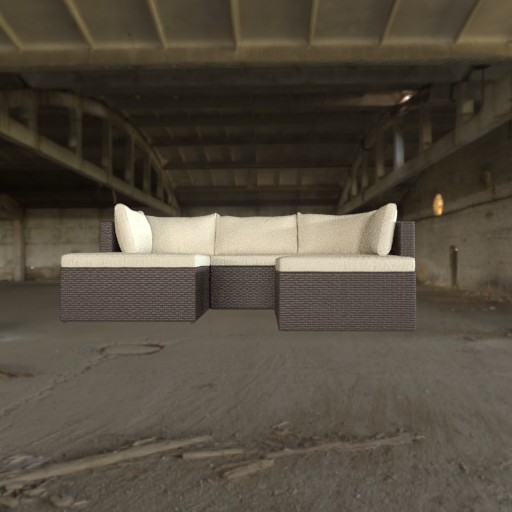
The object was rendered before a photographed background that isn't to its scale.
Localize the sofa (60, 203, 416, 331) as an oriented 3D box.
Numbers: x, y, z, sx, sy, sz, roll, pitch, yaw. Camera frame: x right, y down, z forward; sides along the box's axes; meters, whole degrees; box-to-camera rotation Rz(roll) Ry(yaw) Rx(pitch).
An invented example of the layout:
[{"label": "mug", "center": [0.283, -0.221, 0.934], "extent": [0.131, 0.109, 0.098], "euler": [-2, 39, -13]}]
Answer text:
[{"label": "sofa", "center": [0.000, 0.000, 2.972], "extent": [2.192, 0.766, 1.612], "euler": [0, 0, 1]}]
